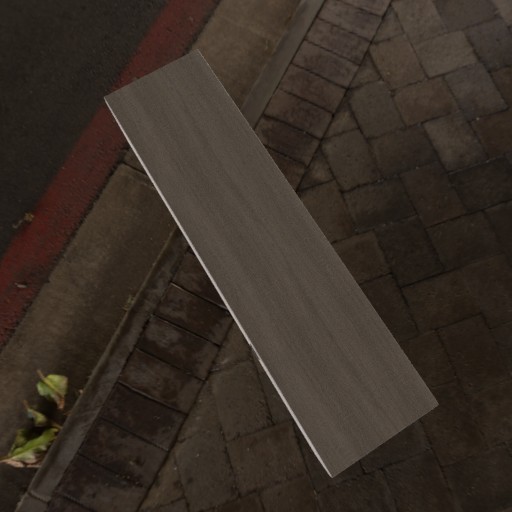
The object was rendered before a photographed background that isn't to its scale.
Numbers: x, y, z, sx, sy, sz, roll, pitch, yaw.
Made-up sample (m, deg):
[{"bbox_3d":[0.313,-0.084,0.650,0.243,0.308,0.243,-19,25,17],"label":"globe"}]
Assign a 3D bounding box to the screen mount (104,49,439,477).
[{"bbox_3d":[0.000,0.000,1.740,0.401,0.509,1.500,-31,78,-7],"label":"screen mount"}]
